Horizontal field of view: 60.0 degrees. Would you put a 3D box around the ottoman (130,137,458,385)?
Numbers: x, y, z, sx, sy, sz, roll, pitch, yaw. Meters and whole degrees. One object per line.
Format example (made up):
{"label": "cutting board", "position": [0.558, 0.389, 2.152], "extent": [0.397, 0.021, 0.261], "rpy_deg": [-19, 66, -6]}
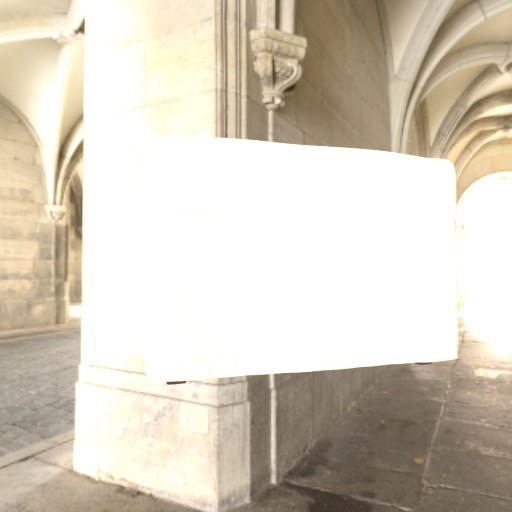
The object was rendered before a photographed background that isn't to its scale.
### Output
{"label": "ottoman", "position": [0.000, 0.000, 1.223], "extent": [0.650, 0.485, 0.833], "rpy_deg": [1, -2, -18]}
